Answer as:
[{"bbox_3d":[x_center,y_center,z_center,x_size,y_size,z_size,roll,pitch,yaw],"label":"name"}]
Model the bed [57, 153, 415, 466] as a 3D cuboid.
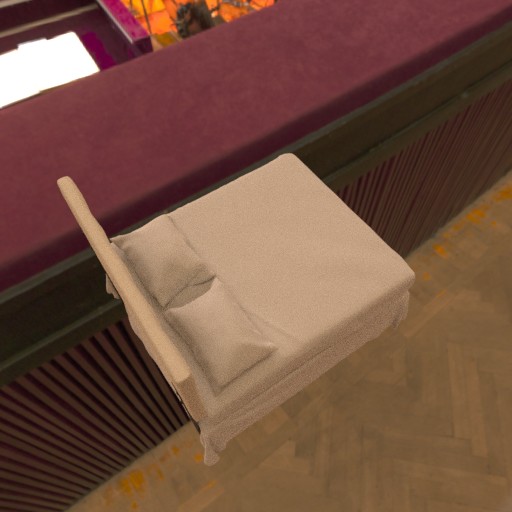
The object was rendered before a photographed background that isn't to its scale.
[{"bbox_3d":[0.000,0.000,3.487,2.222,1.577,1.936,-30,62,-18],"label":"bed"}]
